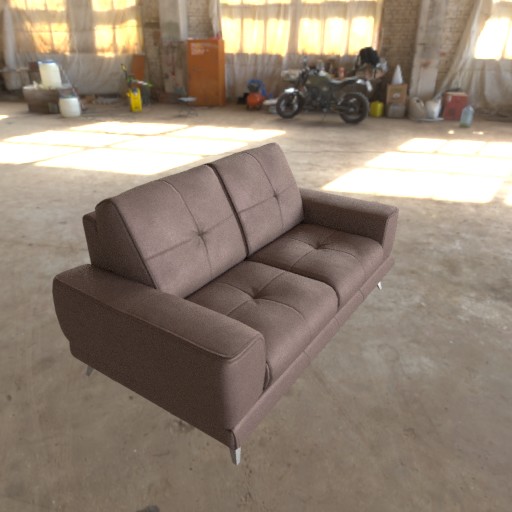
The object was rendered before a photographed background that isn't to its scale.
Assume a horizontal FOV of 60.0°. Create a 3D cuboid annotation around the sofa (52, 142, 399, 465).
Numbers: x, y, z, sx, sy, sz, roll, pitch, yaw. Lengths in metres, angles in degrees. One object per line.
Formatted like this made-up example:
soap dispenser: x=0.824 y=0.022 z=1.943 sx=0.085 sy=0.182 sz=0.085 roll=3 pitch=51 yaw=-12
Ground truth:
sofa: x=0.000 y=0.000 z=2.372 sx=1.018 sy=0.907 sz=1.806 roll=17 pitch=31 yaw=30
